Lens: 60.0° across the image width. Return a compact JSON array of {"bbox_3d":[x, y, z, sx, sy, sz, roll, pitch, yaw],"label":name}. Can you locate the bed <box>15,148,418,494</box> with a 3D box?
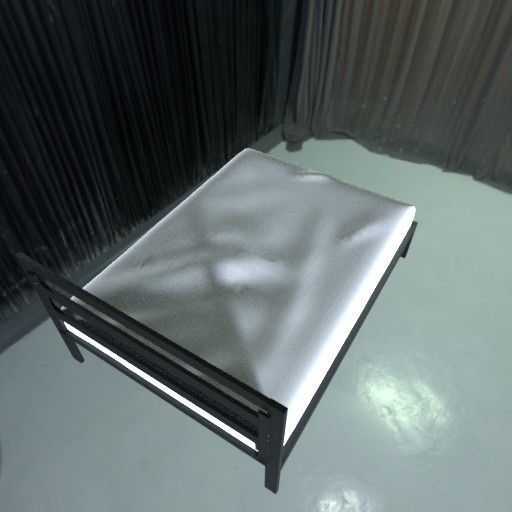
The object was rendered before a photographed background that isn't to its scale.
[{"bbox_3d":[0.000,0.000,2.848,1.524,0.967,2.062,24,51,22],"label":"bed"}]
